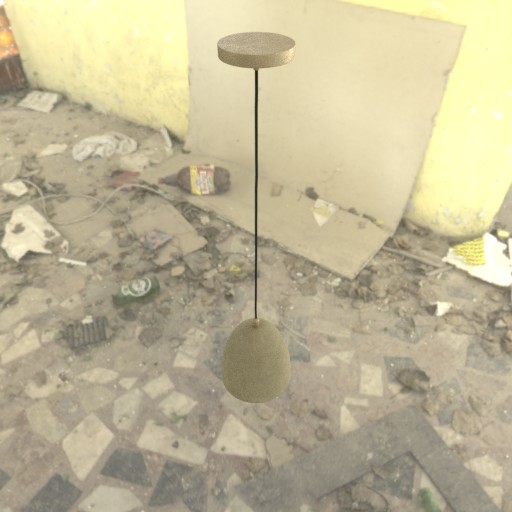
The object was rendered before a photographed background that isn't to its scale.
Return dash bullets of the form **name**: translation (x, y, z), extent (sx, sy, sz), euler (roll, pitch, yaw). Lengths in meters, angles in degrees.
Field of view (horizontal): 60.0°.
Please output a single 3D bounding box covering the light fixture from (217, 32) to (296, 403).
- **light fixture**: translation (0.000, 0.000, 0.843), extent (0.170, 0.759, 0.170), euler (-24, 47, -25)
